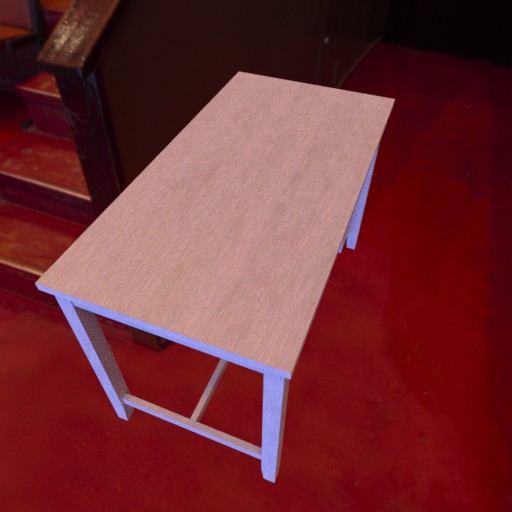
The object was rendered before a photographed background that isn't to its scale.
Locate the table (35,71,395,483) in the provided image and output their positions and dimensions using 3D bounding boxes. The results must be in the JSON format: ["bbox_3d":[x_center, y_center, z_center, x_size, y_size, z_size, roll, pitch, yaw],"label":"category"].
[{"bbox_3d":[0.000,0.000,1.868,0.729,0.874,1.397,16,49,15],"label":"table"}]
